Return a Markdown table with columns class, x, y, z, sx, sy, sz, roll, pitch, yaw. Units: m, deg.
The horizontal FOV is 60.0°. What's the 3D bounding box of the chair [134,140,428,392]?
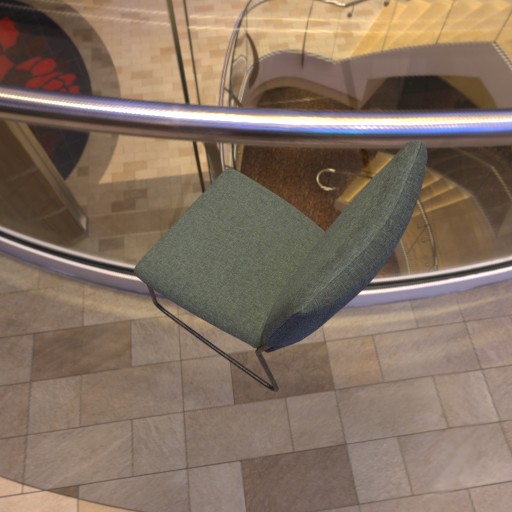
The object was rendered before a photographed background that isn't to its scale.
| class | x | y | z | sx | sy | sz | roll | pitch | yaw |
| --- | --- | --- | --- | --- | --- | --- | --- | --- | --- |
| chair | 0.000 | 0.000 | 1.277 | 0.635 | 0.931 | 0.480 | 33 | 69 | 15 |
